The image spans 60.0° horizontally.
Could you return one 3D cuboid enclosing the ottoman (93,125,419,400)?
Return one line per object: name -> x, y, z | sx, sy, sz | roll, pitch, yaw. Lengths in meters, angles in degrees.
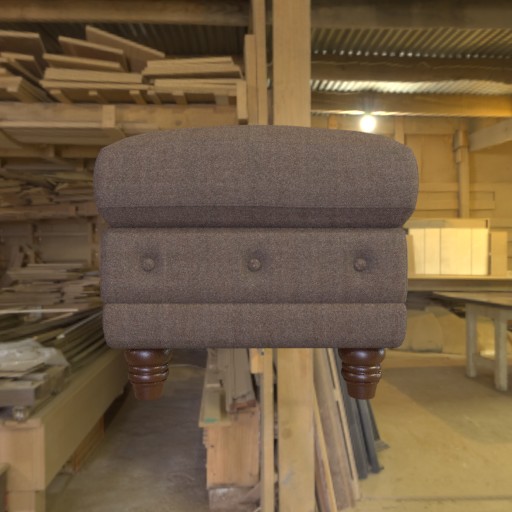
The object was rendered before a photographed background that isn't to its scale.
ottoman -> 0.000, 0.000, 1.190 | 0.599, 0.555, 0.809 | 0, 0, -1
